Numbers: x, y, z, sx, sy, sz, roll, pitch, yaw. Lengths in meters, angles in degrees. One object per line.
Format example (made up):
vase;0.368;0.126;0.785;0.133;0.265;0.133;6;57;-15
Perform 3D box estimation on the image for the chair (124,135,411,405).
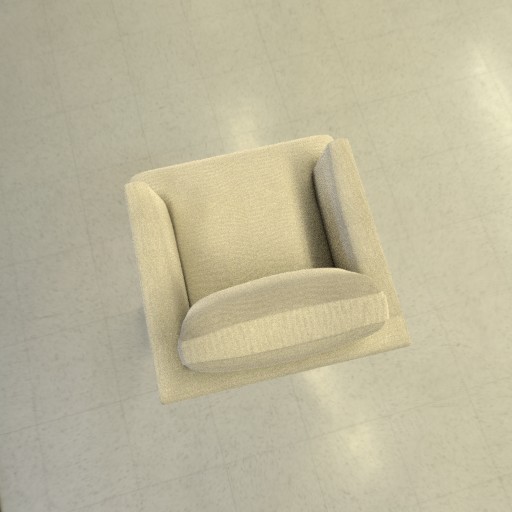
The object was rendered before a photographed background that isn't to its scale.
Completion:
chair;0.000;0.000;1.692;0.858;0.957;0.899;-13;76;-3
